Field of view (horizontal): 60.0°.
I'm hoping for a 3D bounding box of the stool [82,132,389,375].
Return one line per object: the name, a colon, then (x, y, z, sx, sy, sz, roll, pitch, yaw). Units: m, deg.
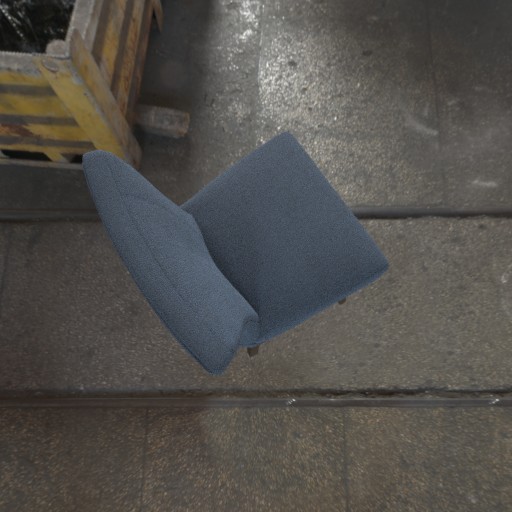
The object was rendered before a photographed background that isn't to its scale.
stool: (0.000, 0.000, 1.324, 0.574, 1.000, 0.514, -32, 77, -8)
